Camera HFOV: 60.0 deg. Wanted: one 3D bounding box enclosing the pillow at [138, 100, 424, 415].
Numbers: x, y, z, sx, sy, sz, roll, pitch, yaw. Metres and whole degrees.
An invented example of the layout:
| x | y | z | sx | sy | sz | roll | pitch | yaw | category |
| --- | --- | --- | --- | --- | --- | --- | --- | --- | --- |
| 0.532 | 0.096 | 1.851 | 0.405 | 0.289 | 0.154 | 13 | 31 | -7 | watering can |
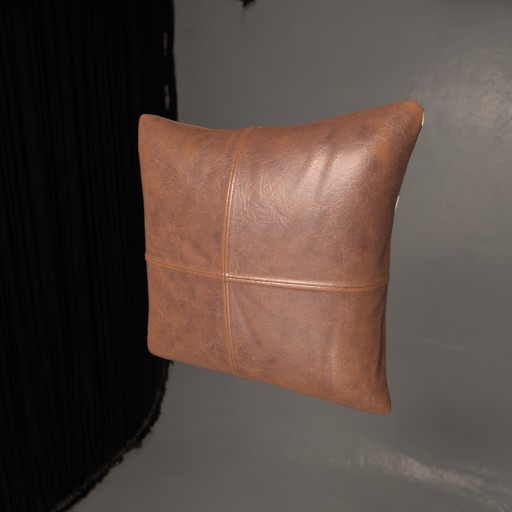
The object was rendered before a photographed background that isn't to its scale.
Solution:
| x | y | z | sx | sy | sz | roll | pitch | yaw | category |
| --- | --- | --- | --- | --- | --- | --- | --- | --- | --- |
| 0.000 | 0.000 | 0.732 | 0.484 | 0.470 | 0.192 | 7 | 16 | 25 | pillow |
